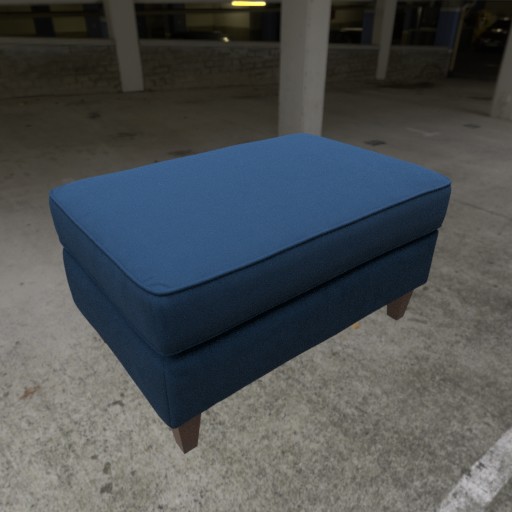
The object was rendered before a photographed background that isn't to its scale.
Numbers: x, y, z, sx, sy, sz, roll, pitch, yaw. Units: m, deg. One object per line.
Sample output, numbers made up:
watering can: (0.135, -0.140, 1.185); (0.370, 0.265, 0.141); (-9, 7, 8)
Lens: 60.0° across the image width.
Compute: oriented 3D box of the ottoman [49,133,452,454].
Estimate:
ottoman: (0.000, 0.000, 1.188); (0.862, 0.484, 0.583); (-22, 37, -32)
